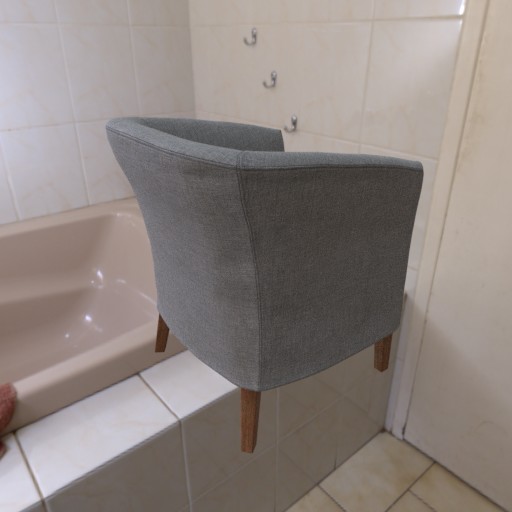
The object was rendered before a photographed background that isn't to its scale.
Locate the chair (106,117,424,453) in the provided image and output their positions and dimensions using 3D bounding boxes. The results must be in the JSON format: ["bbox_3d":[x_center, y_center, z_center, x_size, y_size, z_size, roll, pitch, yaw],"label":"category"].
[{"bbox_3d":[0.000,0.000,1.259,0.668,0.771,0.600,-19,32,-33],"label":"chair"}]
